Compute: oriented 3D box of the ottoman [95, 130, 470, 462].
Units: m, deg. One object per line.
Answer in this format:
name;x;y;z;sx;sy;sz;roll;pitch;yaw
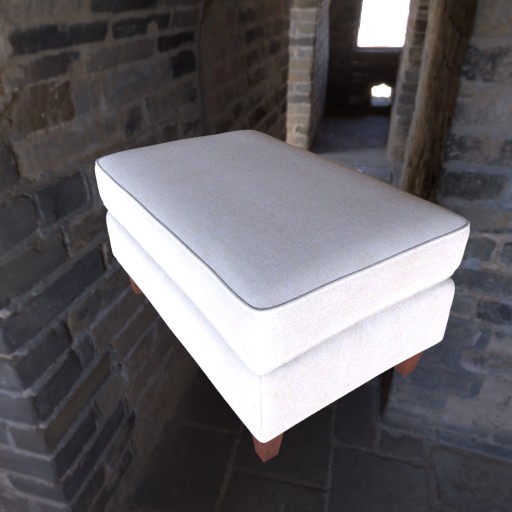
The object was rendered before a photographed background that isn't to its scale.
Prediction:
ottoman;0.000;0.000;1.208;0.583;0.484;0.862;-19;36;-29
